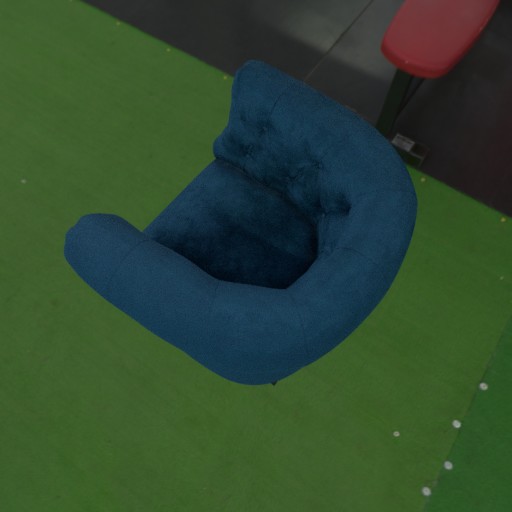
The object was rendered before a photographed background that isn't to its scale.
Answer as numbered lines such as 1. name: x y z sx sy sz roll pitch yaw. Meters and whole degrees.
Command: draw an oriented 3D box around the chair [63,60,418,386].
1. chair: 0.000 0.000 1.546 0.851 0.826 0.904 34 69 15
